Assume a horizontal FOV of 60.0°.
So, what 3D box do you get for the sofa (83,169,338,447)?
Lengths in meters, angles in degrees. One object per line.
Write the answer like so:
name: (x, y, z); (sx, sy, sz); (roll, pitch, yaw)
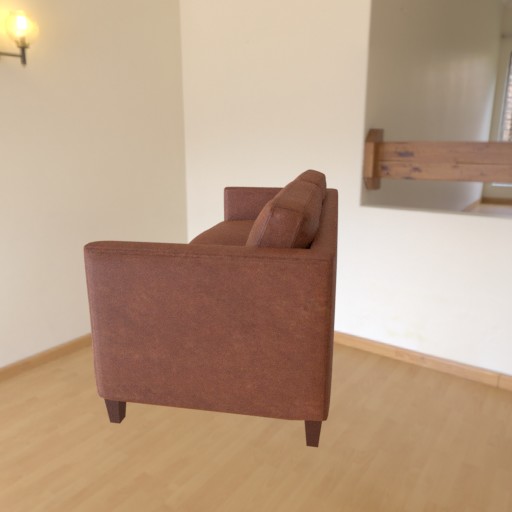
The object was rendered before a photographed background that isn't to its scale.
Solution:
sofa: (0.000, 0.000, 2.653); (0.950, 0.932, 2.204); (3, 15, 10)
